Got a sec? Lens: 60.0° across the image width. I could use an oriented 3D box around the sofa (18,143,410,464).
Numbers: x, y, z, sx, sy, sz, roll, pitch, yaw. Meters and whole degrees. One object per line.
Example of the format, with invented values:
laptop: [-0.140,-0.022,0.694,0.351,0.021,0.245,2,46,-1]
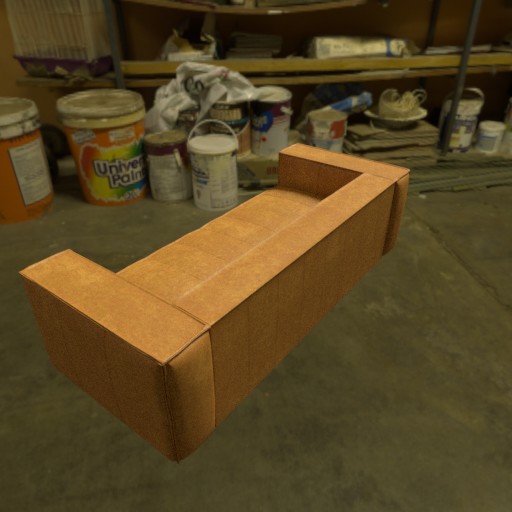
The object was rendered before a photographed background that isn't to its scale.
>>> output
sofa: [0.000,0.000,2.959,1.102,0.701,2.581,22,38,31]
